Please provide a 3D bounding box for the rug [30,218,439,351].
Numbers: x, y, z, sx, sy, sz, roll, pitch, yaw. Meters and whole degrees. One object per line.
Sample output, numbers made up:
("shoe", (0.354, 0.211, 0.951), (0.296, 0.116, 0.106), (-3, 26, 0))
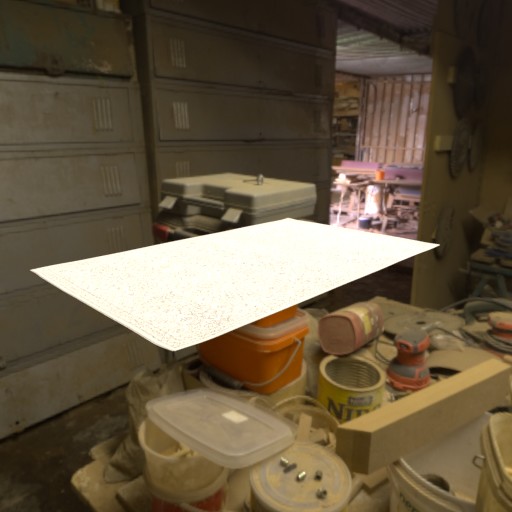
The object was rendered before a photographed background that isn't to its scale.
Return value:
("rug", (0.000, 0.000, 3.035), (1.518, 0.023, 2.434), (15, 21, 43))
